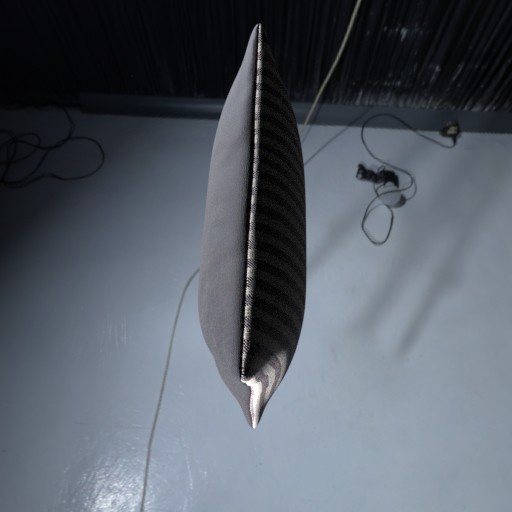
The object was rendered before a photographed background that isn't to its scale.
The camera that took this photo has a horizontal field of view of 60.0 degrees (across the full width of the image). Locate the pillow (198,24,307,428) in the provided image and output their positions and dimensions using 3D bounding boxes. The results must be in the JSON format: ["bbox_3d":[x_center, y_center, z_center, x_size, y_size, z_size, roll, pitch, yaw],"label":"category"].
[{"bbox_3d":[0.000,0.000,0.770,0.166,0.506,0.523,2,65,1],"label":"pillow"}]
